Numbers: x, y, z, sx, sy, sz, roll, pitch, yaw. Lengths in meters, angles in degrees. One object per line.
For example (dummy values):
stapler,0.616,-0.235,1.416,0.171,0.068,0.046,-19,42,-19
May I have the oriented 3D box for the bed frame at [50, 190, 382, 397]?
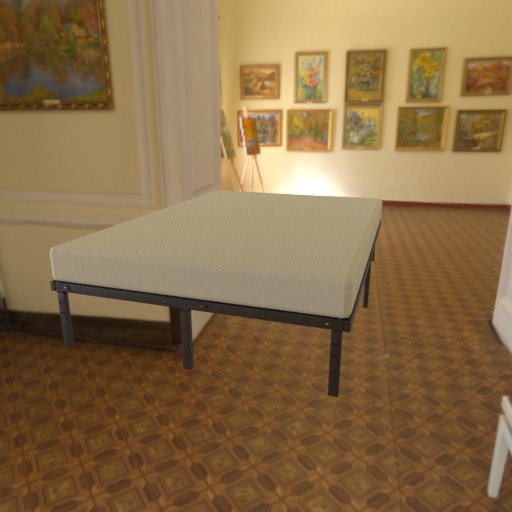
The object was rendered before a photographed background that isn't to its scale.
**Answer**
bed frame,0.000,0.000,3.761,2.205,0.680,2.842,8,18,25
